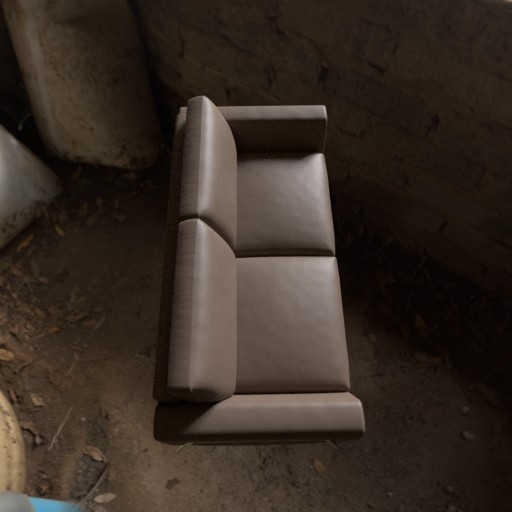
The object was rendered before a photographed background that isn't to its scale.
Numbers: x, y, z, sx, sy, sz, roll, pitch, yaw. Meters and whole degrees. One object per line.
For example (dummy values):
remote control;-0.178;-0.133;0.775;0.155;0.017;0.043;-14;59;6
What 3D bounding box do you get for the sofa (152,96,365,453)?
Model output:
sofa;0.000;0.000;2.564;0.953;0.875;2.017;-1;63;0
